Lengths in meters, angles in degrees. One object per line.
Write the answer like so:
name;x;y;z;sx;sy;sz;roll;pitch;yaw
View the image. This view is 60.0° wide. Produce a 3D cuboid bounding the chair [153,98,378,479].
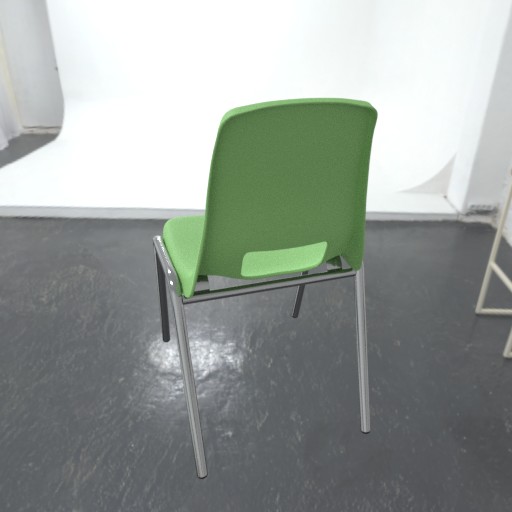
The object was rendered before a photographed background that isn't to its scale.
chair;0.000;0.000;0.882;0.381;0.653;0.436;-8;29;-15
